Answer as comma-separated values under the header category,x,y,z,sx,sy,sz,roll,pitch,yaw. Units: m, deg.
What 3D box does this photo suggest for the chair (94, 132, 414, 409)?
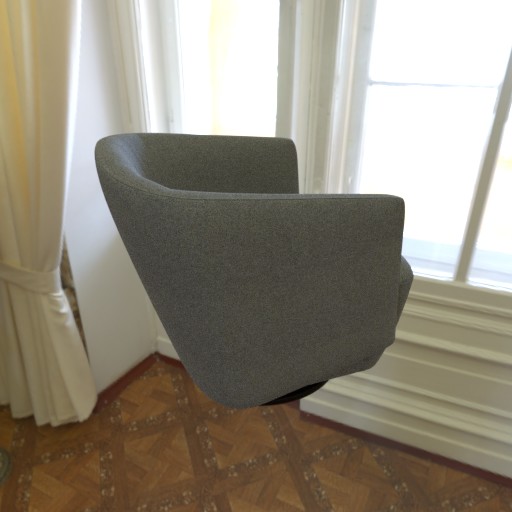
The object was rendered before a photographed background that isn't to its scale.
category,x,y,z,sx,sy,sz,roll,pitch,yaw
chair,0.000,0.000,1.609,0.986,0.861,0.822,-10,29,-18
